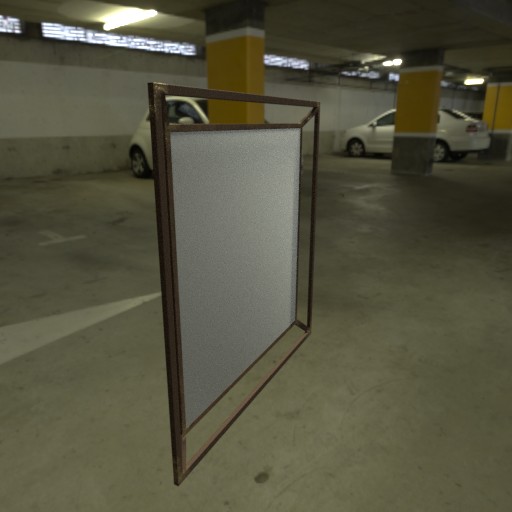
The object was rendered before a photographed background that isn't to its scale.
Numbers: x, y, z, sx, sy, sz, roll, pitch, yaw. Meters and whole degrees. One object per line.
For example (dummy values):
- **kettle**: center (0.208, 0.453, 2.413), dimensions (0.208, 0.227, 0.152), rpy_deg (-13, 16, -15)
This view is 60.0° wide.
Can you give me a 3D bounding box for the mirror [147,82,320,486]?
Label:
- **mirror**: center (0.000, 0.000, 0.895), dimensions (0.032, 0.610, 0.610), rpy_deg (8, 19, 26)
